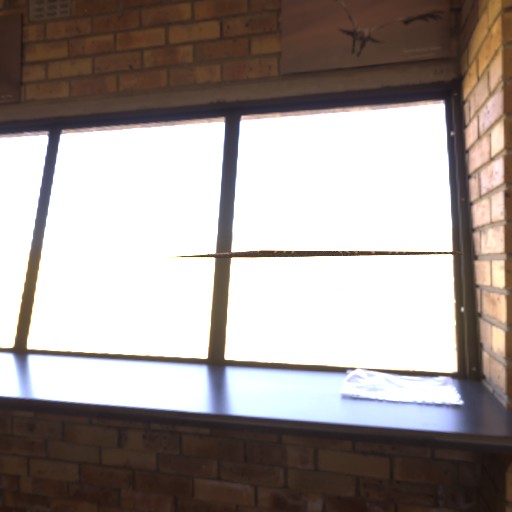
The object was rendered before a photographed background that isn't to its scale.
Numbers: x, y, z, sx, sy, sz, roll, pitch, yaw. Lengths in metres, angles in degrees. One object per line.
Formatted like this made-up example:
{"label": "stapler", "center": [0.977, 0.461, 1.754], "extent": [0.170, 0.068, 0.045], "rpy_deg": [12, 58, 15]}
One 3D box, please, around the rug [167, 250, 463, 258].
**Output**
{"label": "rug", "center": [0.000, 0.000, 2.641], "extent": [0.773, 0.012, 2.464], "rpy_deg": [0, -1, -18]}
